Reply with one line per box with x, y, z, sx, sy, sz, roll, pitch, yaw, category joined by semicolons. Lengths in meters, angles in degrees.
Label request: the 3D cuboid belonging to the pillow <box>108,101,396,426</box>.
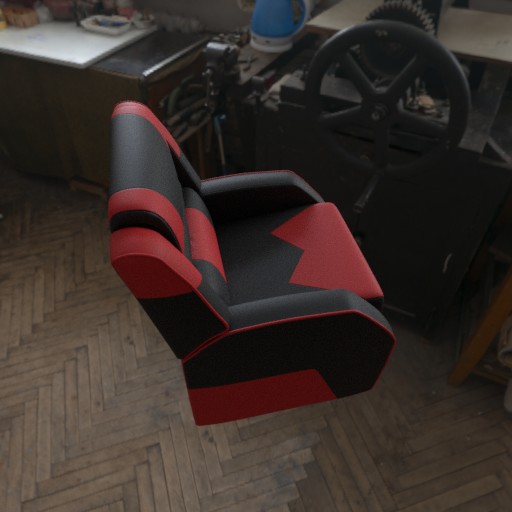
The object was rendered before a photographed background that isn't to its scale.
0.000;0.000;1.298;0.672;0.805;0.620;-9;46;-9;pillow
